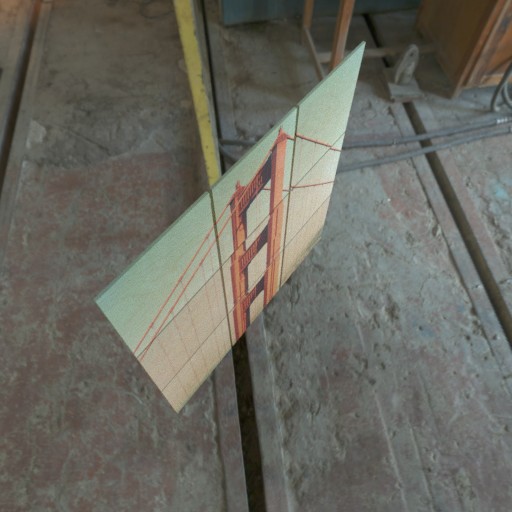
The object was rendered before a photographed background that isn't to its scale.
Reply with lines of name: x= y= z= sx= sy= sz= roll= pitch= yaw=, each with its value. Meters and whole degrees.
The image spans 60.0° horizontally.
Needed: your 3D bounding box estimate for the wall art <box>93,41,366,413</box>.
wall art: x=0.000 y=0.000 z=2.221 sx=0.013 sy=1.523 sz=1.517 roll=33 pitch=65 yaw=18
